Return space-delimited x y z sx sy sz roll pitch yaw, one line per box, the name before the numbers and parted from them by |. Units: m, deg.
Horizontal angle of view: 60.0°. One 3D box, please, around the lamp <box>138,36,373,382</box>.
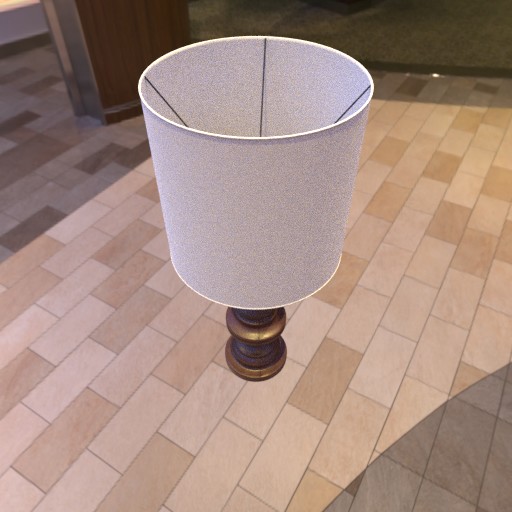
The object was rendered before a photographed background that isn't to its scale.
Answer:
lamp | 0.000 0.000 0.561 0.208 0.455 0.208 -11 46 -10
